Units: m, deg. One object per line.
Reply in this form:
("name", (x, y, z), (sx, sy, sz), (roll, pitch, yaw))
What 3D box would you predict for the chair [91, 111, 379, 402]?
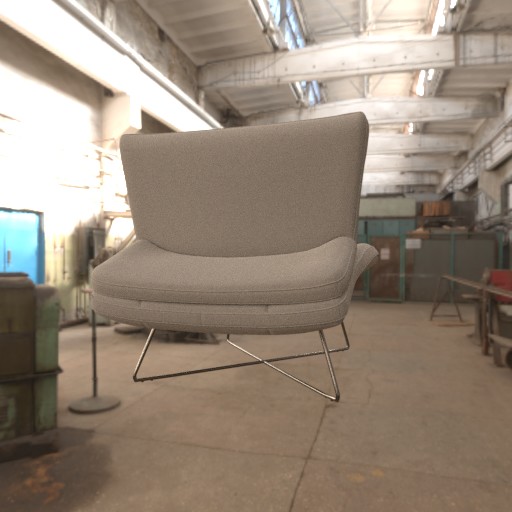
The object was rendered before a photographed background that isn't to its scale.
("chair", (0.000, 0.000, 1.657), (0.859, 0.855, 1.008), (0, 0, 18))
